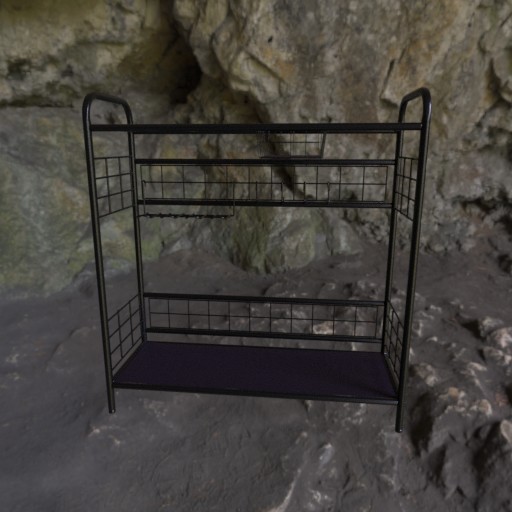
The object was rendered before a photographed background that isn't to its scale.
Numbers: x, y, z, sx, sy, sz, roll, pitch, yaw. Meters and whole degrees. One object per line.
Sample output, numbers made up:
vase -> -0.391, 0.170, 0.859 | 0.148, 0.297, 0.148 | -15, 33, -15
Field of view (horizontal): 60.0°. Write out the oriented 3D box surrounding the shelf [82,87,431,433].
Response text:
shelf -> 0.000, 0.000, 1.476 | 0.961, 1.026, 0.350 | 2, 14, 6
